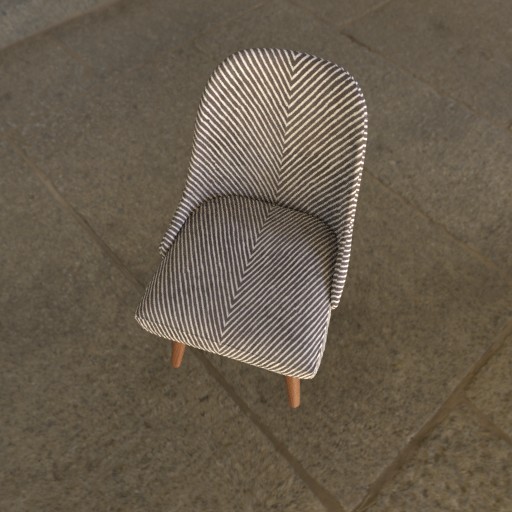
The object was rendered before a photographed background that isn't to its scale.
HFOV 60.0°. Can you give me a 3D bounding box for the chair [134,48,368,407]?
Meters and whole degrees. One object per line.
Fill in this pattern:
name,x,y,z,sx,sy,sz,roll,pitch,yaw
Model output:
chair,0.000,0.000,1.239,0.504,0.883,0.591,16,60,9
